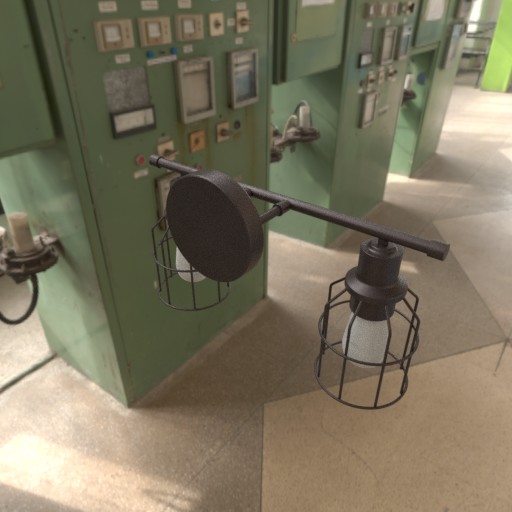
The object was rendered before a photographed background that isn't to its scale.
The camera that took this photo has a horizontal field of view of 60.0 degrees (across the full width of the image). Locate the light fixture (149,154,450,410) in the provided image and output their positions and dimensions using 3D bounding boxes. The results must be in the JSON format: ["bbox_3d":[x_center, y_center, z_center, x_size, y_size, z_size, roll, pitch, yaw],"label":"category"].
[{"bbox_3d":[0.000,0.000,0.535,0.406,0.254,0.165,22,38,32],"label":"light fixture"}]
